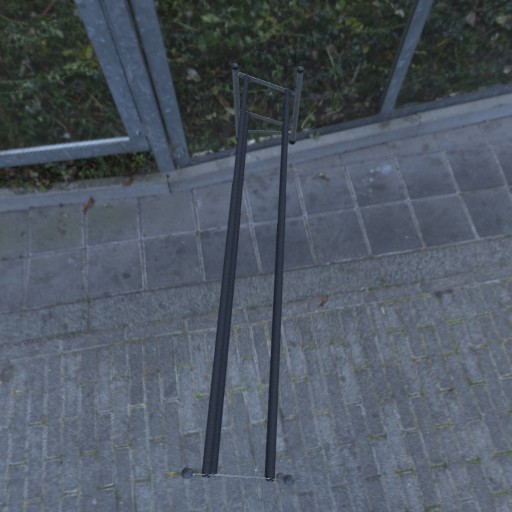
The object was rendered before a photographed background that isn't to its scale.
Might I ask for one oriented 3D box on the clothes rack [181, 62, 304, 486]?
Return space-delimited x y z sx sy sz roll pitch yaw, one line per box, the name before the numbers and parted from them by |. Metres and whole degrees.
clothes rack | 0.000 0.000 1.285 0.229 0.349 1.168 3 64 2
